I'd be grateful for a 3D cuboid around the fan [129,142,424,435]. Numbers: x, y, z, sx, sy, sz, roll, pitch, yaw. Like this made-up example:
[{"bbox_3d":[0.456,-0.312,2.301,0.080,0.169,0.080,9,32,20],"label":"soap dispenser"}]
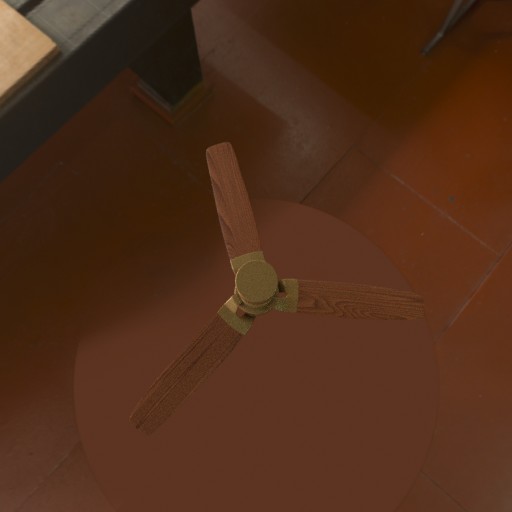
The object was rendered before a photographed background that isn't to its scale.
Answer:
[{"bbox_3d":[0.000,0.000,2.017,1.416,0.425,1.271,-14,76,-4],"label":"fan"}]
